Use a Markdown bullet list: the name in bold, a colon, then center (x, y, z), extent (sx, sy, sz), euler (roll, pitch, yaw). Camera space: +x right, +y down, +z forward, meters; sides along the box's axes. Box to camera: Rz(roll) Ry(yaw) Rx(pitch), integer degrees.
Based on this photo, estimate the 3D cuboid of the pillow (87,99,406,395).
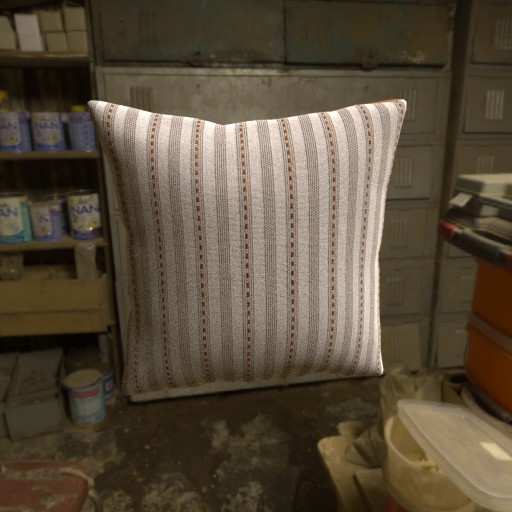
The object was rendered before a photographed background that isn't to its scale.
- **pillow**: center (0.000, 0.000, 0.648), extent (0.432, 0.437, 0.147), euler (-3, 17, -9)
